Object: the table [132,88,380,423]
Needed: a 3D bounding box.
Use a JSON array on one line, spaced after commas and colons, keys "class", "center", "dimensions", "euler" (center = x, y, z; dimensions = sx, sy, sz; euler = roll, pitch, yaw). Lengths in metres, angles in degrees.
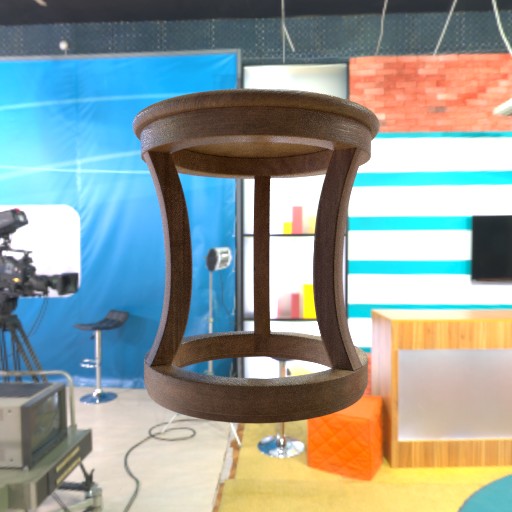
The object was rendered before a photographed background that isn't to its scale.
[{"class": "table", "center": [0.000, 0.000, 0.809], "dimensions": [0.432, 0.460, 0.432], "euler": [0, 1, 0]}]
